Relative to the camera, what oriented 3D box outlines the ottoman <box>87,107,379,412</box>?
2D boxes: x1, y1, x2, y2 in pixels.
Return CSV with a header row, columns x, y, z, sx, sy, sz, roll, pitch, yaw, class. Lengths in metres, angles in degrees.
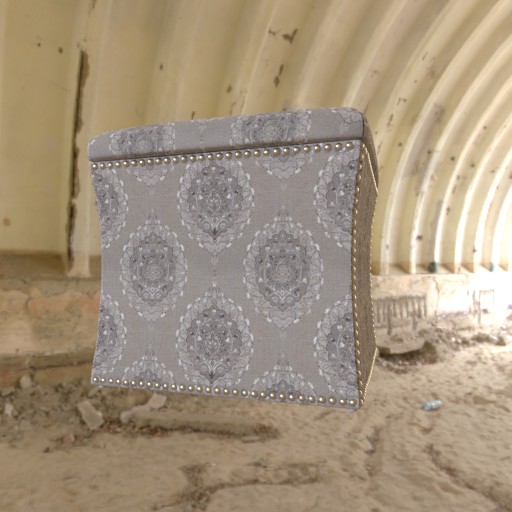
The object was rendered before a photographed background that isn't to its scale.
x,y,z,sx,sy,sz,roll,pitch,yaw,class
0.000,0.000,0.933,0.497,0.473,0.507,-1,-2,17,ottoman
